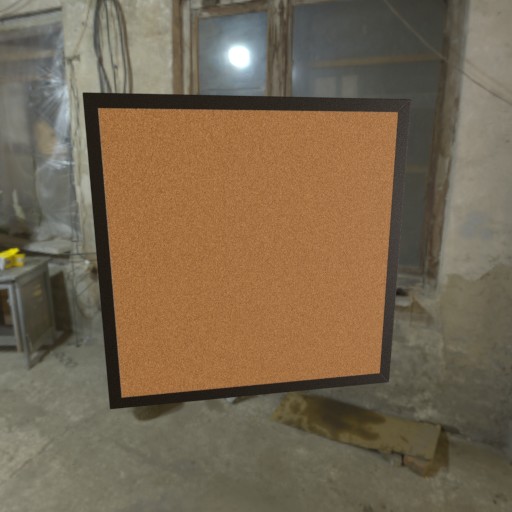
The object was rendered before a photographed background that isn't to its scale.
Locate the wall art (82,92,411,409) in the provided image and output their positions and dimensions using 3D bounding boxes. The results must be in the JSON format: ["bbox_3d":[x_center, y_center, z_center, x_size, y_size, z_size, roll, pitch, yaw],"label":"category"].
[{"bbox_3d":[0.000,0.000,1.126,0.765,0.765,0.038,-2,14,-10],"label":"wall art"}]
